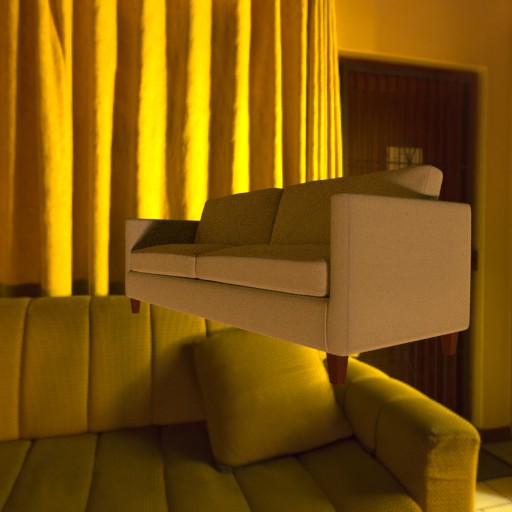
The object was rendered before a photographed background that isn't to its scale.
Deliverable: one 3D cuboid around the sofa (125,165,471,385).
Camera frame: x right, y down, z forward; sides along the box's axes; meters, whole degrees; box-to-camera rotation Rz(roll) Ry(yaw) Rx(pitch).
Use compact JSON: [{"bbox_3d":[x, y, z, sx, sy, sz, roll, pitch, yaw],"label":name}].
[{"bbox_3d":[0.000,0.000,2.926,0.948,0.965,2.434,-1,2,-36],"label":"sofa"}]
